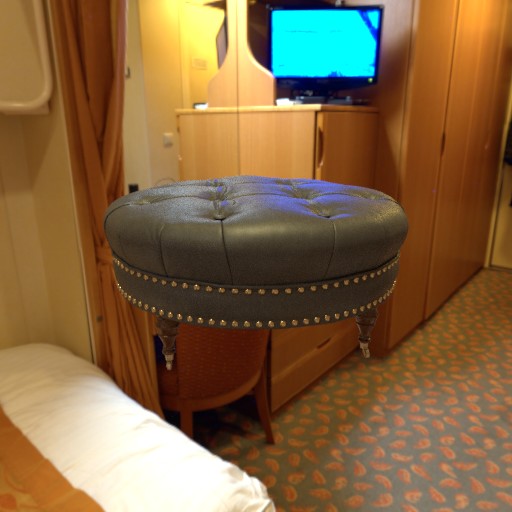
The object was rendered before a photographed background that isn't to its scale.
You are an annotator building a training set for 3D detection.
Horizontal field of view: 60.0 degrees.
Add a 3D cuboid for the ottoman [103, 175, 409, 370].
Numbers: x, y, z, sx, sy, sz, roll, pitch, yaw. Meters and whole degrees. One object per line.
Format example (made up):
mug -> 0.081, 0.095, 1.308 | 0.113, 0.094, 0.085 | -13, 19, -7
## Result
ottoman -> 0.000, 0.000, 1.390 | 0.901, 0.439, 0.901 | 0, 17, 0
